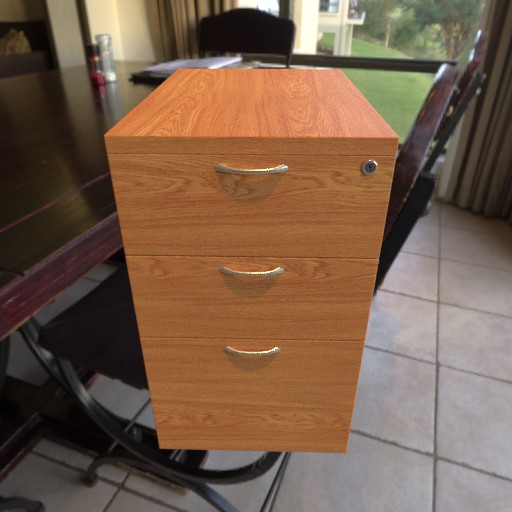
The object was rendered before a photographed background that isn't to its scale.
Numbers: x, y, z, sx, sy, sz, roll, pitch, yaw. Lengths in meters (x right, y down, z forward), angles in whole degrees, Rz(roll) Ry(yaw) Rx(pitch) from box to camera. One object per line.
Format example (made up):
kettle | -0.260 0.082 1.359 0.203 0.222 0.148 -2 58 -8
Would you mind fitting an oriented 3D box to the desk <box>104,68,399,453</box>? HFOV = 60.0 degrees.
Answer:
desk | 0.000 0.000 1.040 0.404 0.730 0.600 1 31 1
